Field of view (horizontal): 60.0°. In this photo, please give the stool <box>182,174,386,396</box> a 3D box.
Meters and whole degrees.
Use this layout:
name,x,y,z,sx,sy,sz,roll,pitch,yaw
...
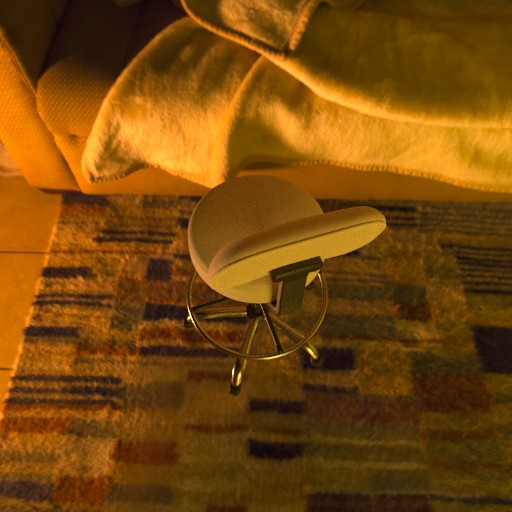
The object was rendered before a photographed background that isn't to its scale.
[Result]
name,x,y,z,sx,sy,sz,roll,pitch,yaw
stool,0.000,0.000,1.449,0.609,1.080,0.616,-16,60,-10
